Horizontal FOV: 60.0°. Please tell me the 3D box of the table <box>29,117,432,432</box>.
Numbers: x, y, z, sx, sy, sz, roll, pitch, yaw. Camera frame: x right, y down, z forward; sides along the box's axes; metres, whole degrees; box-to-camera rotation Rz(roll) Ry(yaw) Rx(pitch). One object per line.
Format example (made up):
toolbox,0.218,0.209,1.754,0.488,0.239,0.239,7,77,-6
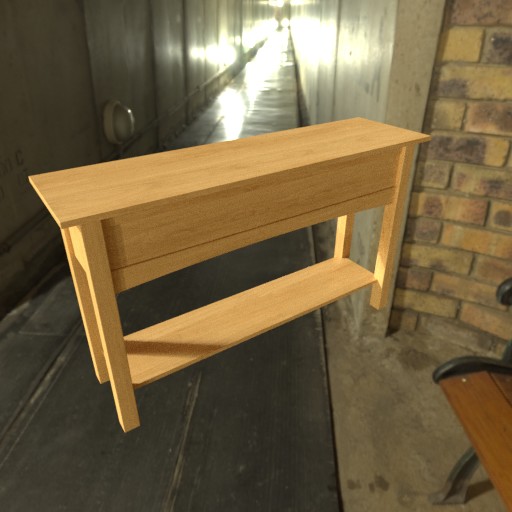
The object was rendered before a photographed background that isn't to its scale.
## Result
table,0.000,0.000,1.547,1.240,0.730,0.350,-19,35,-29
